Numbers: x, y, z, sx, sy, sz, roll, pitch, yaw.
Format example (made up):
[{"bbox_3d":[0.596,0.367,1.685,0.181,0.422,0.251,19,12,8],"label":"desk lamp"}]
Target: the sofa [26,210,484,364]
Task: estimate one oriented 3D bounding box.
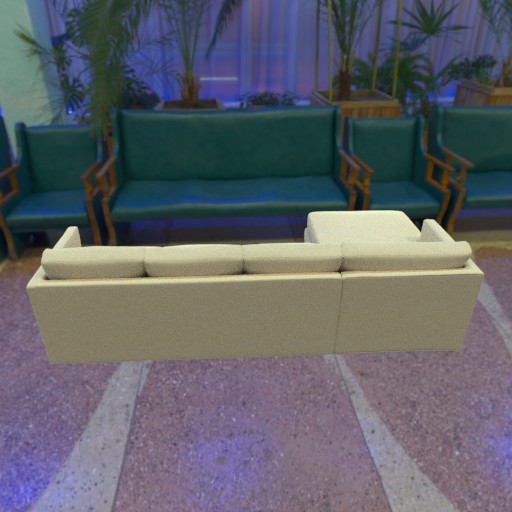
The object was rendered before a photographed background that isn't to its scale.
[{"bbox_3d":[0.000,0.000,3.885,3.205,0.922,1.650,-1,30,-2],"label":"sofa"}]
